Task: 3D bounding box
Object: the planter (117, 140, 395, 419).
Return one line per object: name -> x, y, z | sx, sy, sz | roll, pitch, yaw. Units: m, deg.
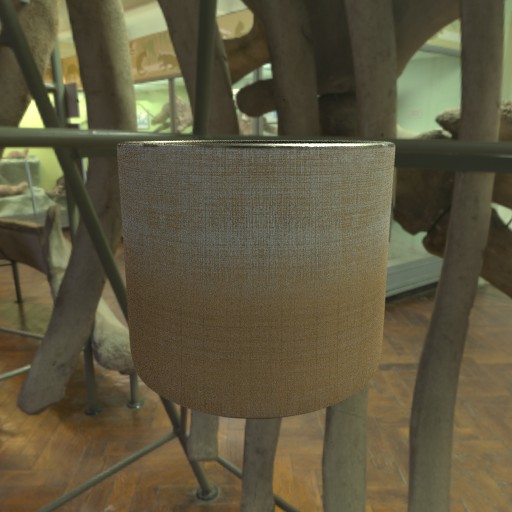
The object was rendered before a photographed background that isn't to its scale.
planter -> 0.000, 0.000, 0.442 | 0.254, 0.221, 0.254 | 0, 15, 0
